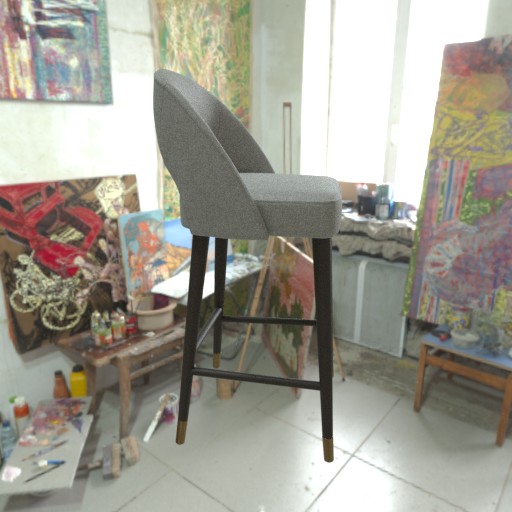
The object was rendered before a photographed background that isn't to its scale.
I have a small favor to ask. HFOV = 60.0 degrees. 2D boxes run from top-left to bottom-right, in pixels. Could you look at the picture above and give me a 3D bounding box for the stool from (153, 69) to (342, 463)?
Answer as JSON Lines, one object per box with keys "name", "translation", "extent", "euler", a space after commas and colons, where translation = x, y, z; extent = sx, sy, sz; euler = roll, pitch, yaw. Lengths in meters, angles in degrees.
{"name": "stool", "translation": [0.000, 0.000, 1.324], "extent": [0.509, 1.037, 0.494], "euler": [3, 17, 9]}
